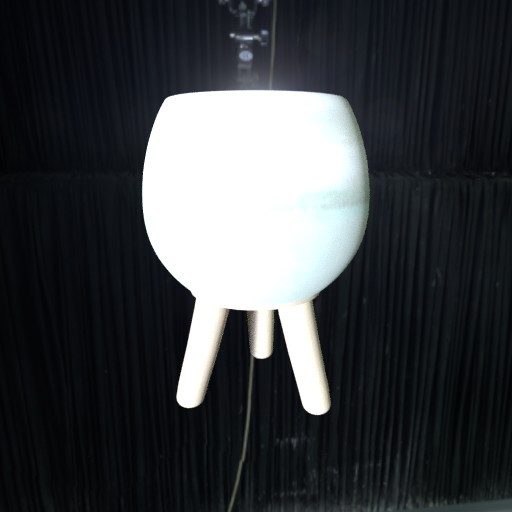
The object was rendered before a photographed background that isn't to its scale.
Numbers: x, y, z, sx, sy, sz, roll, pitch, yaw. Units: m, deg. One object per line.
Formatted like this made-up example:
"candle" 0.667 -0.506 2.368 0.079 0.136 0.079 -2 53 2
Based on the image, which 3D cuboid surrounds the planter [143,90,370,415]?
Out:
"planter" 0.000 0.000 0.336 0.161 0.224 0.161 0 14 0
